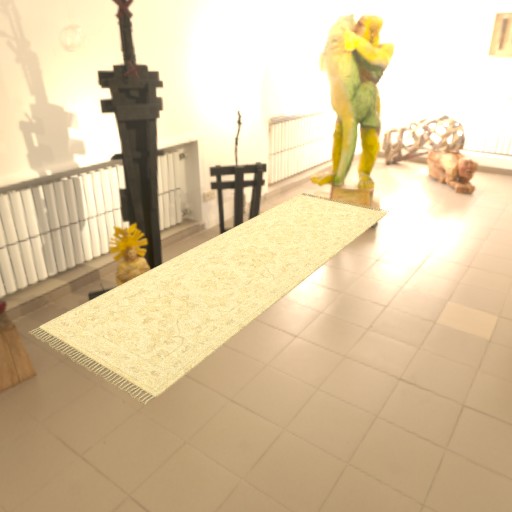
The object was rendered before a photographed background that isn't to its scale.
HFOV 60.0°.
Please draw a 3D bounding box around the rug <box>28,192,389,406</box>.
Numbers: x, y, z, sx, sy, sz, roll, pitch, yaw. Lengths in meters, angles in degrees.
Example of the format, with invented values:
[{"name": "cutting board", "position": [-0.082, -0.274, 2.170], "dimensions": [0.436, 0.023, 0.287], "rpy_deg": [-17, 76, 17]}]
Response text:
[{"name": "rug", "position": [0.000, 0.000, 2.784], "dimensions": [0.795, 0.015, 2.544], "rpy_deg": [17, 31, 31]}]
